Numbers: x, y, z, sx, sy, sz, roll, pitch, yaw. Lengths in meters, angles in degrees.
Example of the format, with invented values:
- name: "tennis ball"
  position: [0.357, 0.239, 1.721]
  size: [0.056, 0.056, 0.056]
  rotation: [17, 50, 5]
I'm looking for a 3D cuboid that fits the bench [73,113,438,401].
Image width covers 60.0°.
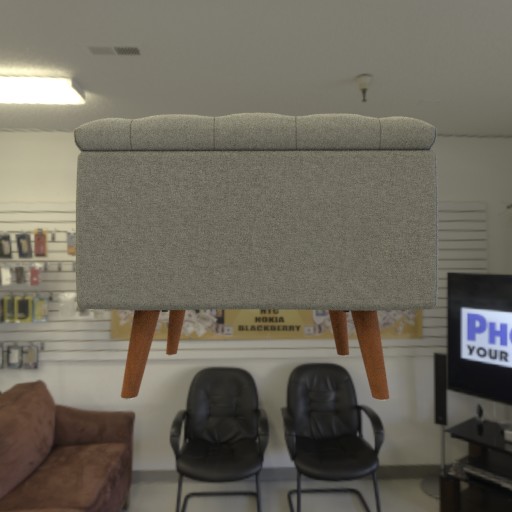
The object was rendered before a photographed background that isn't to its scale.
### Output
- name: "bench"
  position: [0.000, 0.000, 0.884]
  size: [0.572, 0.469, 0.417]
  rotation: [0, -1, 1]
